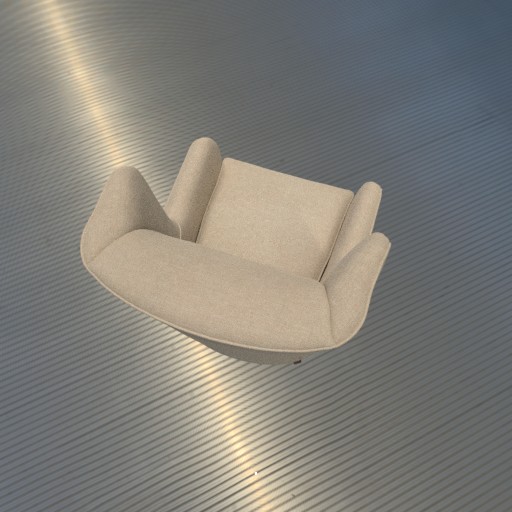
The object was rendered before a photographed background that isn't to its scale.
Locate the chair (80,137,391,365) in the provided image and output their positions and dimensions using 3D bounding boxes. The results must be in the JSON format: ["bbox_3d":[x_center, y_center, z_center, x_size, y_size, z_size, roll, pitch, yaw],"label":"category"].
[{"bbox_3d":[0.000,0.000,1.743,0.838,1.040,0.966,17,65,8],"label":"chair"}]
